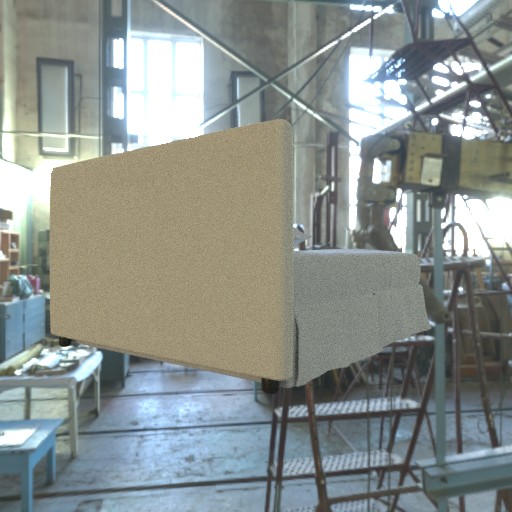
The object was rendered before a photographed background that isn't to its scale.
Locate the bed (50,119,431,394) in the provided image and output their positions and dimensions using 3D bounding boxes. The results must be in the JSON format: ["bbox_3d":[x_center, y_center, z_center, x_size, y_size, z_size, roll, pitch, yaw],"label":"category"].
[{"bbox_3d":[0.000,0.000,3.557,2.119,1.317,2.341,0,0,36],"label":"bed"}]
